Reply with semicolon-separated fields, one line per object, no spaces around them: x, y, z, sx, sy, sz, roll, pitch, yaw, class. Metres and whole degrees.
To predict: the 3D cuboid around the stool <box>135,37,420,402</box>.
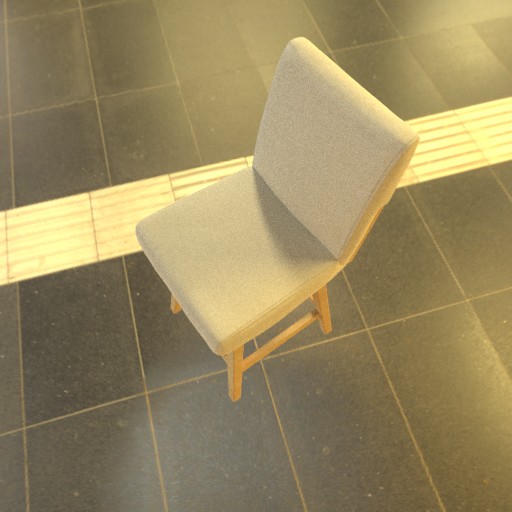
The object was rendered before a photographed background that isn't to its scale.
0.000;0.000;1.304;0.543;1.015;0.446;-32;67;-16;stool
